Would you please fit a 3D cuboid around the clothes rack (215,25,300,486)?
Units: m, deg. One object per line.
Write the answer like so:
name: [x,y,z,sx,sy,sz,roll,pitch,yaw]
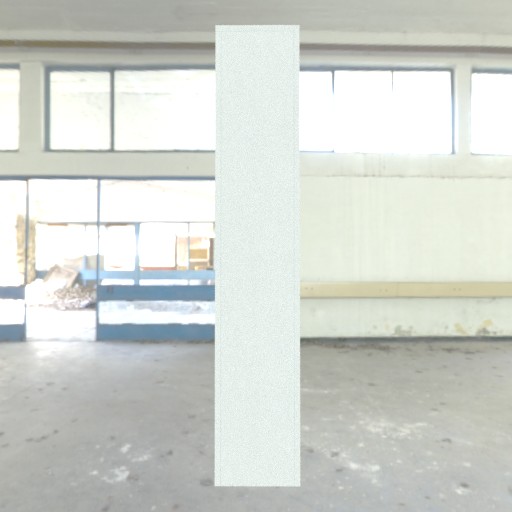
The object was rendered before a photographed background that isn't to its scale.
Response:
clothes rack: [0.000,0.000,1.605,0.250,1.280,0.750,0,-1,0]
